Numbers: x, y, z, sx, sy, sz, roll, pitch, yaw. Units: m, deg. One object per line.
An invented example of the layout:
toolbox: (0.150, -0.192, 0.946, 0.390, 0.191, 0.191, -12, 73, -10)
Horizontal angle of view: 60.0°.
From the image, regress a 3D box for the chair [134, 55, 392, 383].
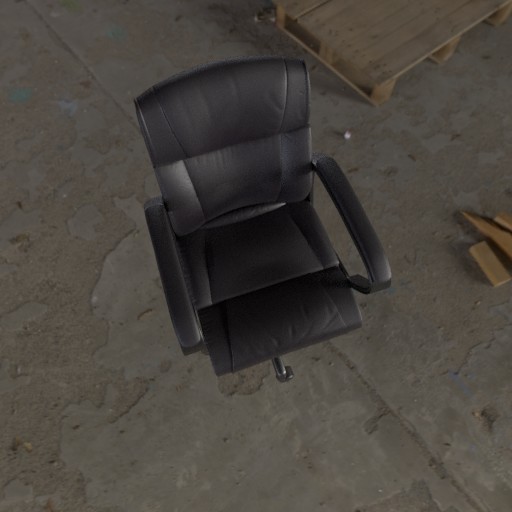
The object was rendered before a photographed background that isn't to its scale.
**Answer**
chair: (0.000, 0.000, 1.395, 0.576, 0.998, 0.641, -17, 65, -8)
